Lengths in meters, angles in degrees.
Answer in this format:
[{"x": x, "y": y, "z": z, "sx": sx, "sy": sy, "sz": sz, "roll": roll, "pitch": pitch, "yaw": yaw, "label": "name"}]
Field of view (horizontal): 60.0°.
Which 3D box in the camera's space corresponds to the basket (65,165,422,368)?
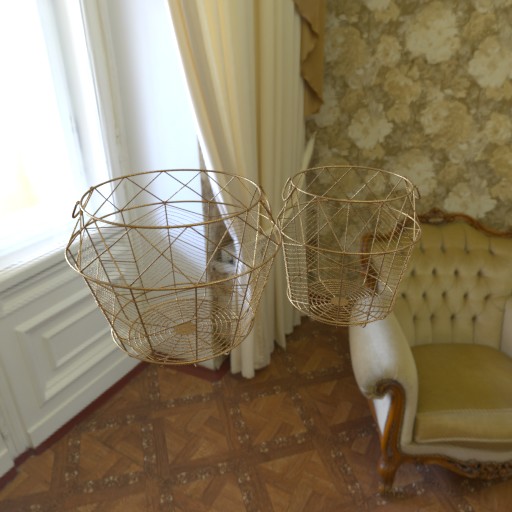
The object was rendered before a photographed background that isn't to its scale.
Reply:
[{"x": 0.000, "y": 0.000, "z": 1.033, "sx": 0.805, "sy": 0.343, "sz": 0.451, "roll": -8, "pitch": 28, "yaw": -15, "label": "basket"}]
